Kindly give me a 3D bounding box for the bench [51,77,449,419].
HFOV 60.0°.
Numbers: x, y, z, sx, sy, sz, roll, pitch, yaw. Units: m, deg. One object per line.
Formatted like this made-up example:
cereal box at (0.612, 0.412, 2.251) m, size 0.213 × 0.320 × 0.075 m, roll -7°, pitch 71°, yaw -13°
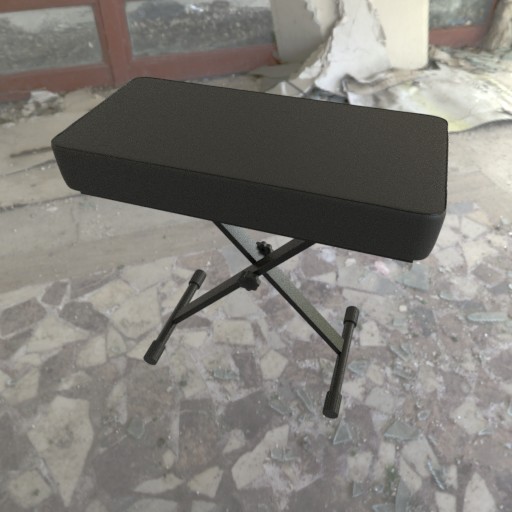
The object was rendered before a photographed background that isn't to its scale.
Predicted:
bench at (0.000, 0.000, 0.913) m, size 0.600 × 0.561 × 0.300 m, roll 13°, pitch 45°, yaw 13°
